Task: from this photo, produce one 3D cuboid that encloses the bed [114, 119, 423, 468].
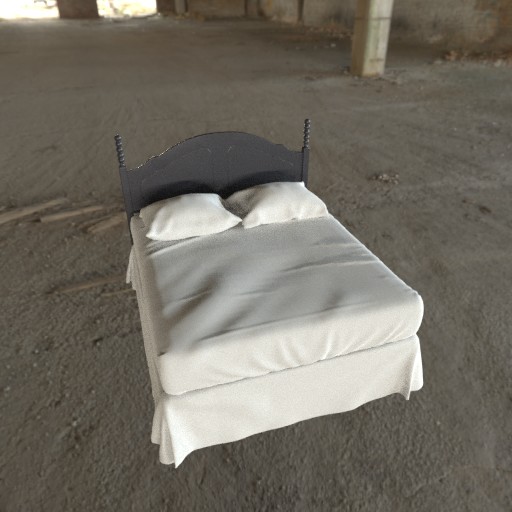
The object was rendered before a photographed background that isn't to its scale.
[{"bbox_3d":[0.000,0.000,3.184,1.873,1.356,2.040,-10,32,-15],"label":"bed"}]
